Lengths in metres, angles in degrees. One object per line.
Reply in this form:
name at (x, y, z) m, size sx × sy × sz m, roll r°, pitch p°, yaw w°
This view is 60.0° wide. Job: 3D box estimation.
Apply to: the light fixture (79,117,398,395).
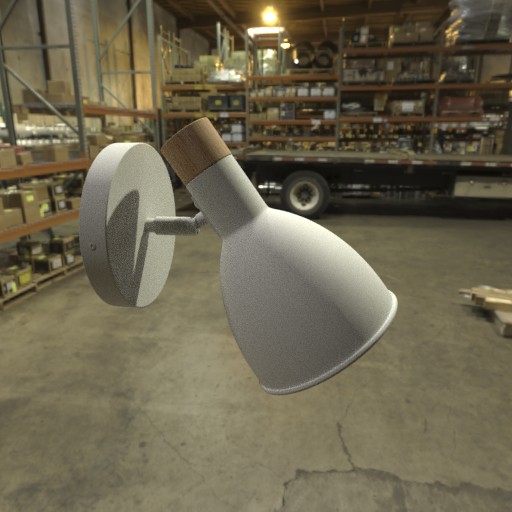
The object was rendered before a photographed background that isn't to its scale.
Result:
light fixture at (0.000, 0.000, 0.333) m, size 0.209 × 0.199 × 0.127 m, roll 3°, pitch 16°, yaw 9°
